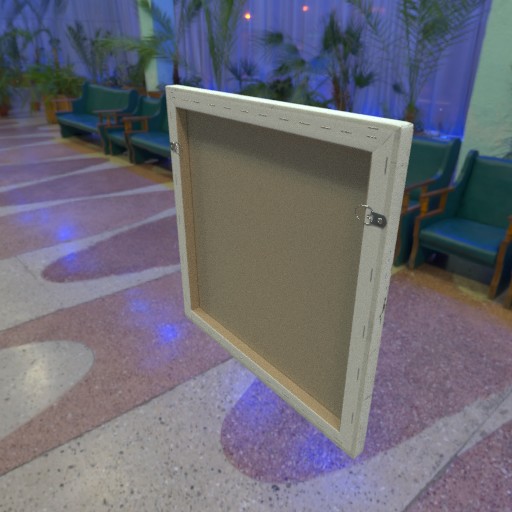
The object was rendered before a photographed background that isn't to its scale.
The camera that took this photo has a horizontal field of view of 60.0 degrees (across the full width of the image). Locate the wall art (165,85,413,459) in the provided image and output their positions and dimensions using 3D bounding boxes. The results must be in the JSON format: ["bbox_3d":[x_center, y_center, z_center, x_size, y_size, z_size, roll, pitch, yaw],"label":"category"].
[{"bbox_3d":[0.000,0.000,1.134,0.038,0.762,0.762,-20,33,-34],"label":"wall art"}]
